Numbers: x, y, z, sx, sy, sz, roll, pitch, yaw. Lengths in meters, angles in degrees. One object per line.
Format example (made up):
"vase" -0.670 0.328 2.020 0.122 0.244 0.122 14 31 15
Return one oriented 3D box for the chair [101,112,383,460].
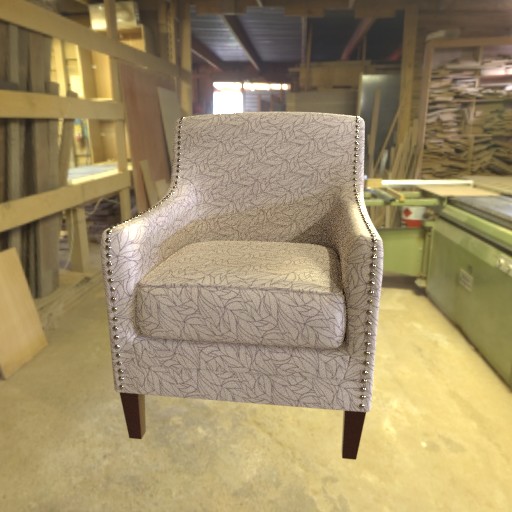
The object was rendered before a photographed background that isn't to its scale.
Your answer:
"chair" 0.000 0.000 1.276 0.623 0.816 0.651 2 15 8
